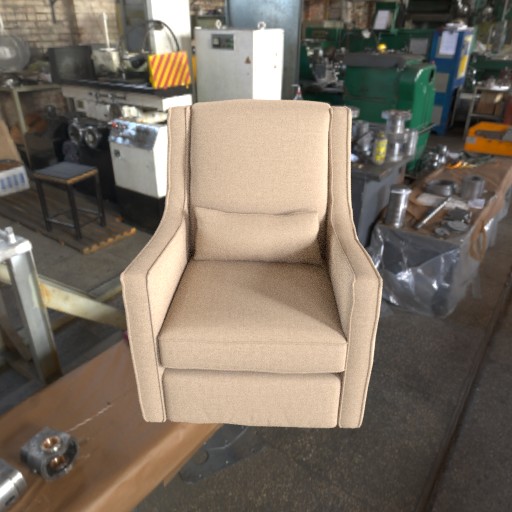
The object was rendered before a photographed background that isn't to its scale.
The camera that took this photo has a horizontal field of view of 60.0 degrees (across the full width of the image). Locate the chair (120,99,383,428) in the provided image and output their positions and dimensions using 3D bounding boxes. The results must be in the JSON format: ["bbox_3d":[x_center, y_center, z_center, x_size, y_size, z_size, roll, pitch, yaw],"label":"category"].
[{"bbox_3d":[0.000,0.000,1.626,0.732,0.993,0.879,1,28,2],"label":"chair"}]
